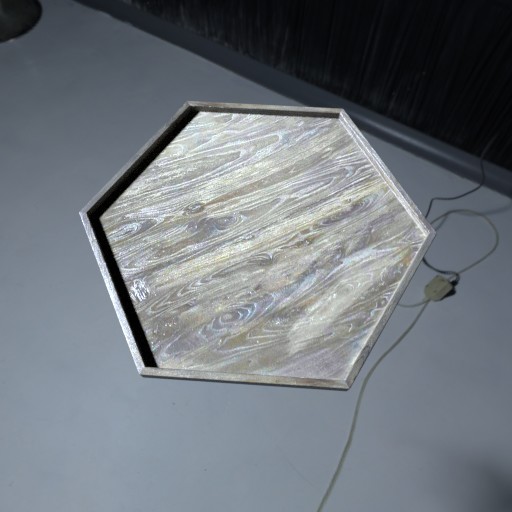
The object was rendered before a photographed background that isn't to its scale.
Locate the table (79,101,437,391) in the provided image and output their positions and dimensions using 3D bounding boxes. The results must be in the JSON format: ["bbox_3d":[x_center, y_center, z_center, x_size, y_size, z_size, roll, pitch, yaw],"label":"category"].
[{"bbox_3d":[0.000,0.000,1.596,0.966,0.488,1.115,31,69,14],"label":"table"}]
